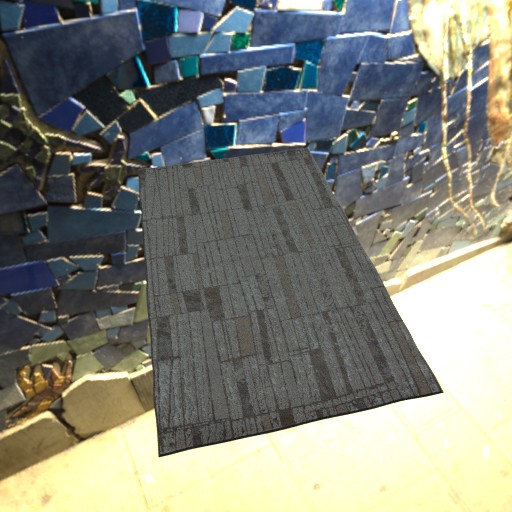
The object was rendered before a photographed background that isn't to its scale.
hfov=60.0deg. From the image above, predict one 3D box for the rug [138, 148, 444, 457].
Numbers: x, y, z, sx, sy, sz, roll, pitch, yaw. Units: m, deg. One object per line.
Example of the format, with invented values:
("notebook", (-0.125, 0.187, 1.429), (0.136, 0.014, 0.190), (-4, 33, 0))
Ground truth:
("rug", (0.000, 0.000, 3.089), (1.531, 0.023, 2.444), (-9, 47, -9))
